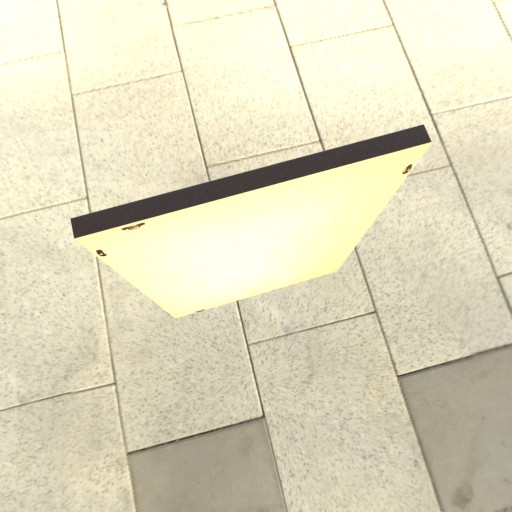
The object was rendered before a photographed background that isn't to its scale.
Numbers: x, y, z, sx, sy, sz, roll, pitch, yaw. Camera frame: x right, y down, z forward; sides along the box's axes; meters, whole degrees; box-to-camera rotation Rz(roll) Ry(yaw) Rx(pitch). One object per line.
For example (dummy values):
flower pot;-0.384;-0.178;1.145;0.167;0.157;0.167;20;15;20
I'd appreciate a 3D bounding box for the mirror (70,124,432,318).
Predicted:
mirror;0.000;0.000;1.168;0.609;0.915;0.041;-16;75;-4
